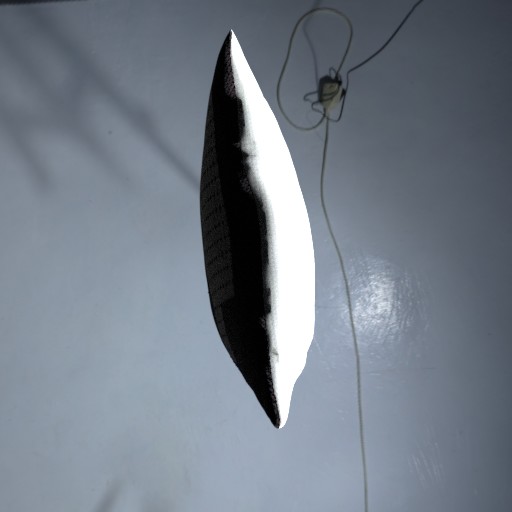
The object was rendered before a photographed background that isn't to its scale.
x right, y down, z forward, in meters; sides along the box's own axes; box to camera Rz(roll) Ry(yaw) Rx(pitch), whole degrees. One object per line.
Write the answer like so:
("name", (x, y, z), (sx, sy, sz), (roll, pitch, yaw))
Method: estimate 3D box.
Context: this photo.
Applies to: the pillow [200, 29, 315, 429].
("pillow", (0.000, 0.000, 0.722), (0.178, 0.473, 0.475), (-6, 78, -1))
